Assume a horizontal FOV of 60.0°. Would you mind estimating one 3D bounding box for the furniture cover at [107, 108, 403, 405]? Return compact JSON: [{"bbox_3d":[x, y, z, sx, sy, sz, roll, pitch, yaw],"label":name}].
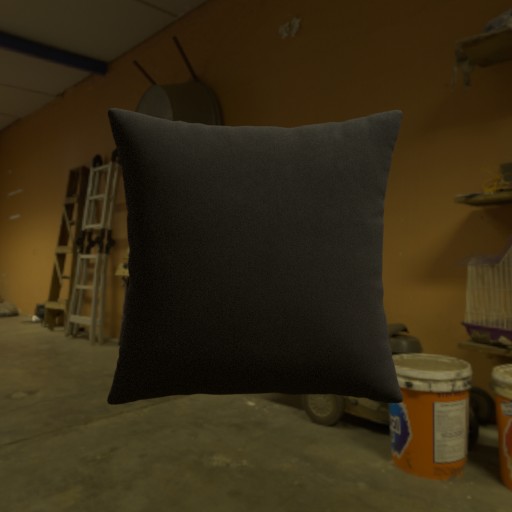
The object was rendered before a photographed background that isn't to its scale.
[{"bbox_3d":[0.000,0.000,0.766,0.511,0.509,0.161,0,-1,-1],"label":"furniture cover"}]
